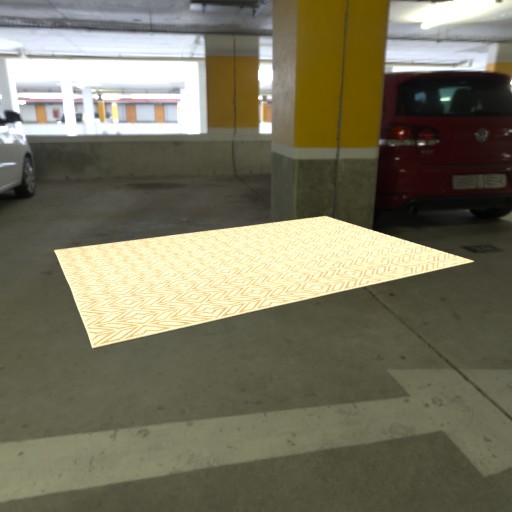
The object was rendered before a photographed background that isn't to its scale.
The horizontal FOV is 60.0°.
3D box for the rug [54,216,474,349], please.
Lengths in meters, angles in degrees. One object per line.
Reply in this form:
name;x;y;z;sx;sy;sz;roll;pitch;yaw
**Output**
rug;0.000;0.000;2.312;1.828;0.007;1.220;-9;19;-27
